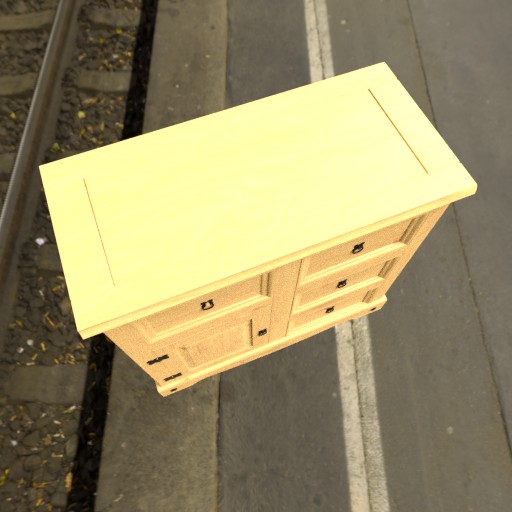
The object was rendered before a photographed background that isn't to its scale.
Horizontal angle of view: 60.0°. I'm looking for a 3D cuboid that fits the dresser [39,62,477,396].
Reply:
[{"bbox_3d":[0.000,0.000,1.393,0.915,0.835,0.440,-20,66,-10],"label":"dresser"}]
